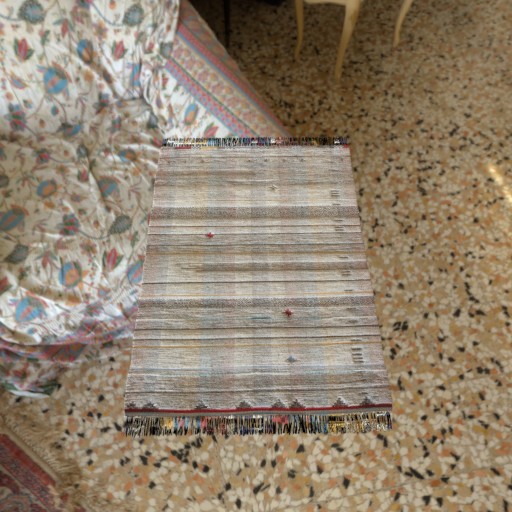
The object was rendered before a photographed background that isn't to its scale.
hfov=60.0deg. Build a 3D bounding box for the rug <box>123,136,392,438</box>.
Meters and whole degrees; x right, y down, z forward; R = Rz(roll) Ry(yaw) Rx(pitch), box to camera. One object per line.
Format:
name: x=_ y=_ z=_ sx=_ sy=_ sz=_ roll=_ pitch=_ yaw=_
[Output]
rug: x=0.000 y=0.000 z=2.406 sx=1.217 sy=0.012 sz=1.848 roll=-1 pitch=58 yaw=0
